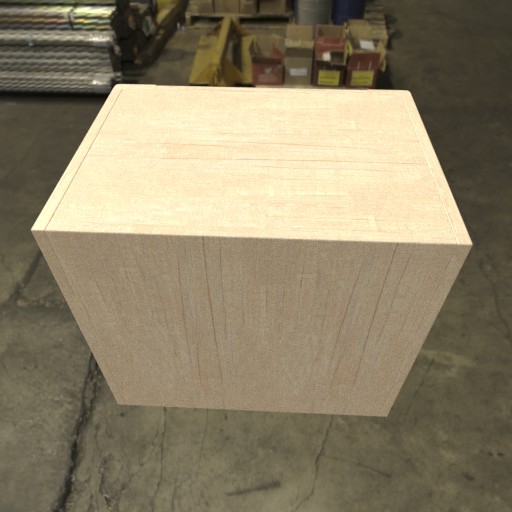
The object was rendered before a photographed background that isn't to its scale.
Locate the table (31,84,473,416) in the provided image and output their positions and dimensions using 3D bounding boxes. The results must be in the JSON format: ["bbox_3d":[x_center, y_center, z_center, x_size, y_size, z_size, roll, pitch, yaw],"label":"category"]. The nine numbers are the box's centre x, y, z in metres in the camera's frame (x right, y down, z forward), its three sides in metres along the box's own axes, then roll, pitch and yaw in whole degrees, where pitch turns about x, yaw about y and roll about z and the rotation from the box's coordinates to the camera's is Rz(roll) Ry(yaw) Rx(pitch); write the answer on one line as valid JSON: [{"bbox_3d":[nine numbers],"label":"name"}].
[{"bbox_3d":[0.000,0.000,0.898,0.570,0.510,0.420,2,46,2],"label":"table"}]
